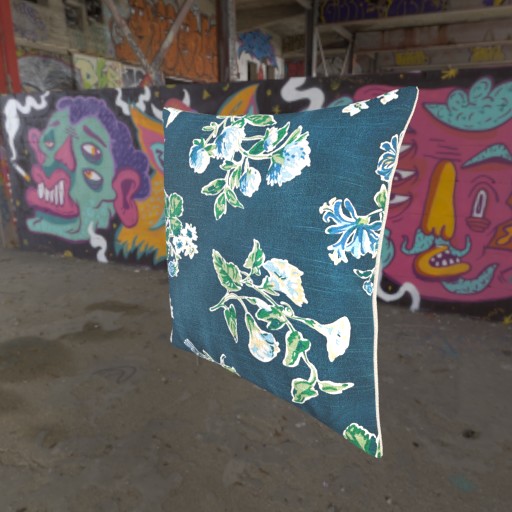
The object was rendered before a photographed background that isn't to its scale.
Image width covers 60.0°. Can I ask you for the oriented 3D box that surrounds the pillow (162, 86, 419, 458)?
[{"bbox_3d":[0.000,0.000,0.757,0.166,0.508,0.525,-15,21,-43],"label":"pillow"}]
